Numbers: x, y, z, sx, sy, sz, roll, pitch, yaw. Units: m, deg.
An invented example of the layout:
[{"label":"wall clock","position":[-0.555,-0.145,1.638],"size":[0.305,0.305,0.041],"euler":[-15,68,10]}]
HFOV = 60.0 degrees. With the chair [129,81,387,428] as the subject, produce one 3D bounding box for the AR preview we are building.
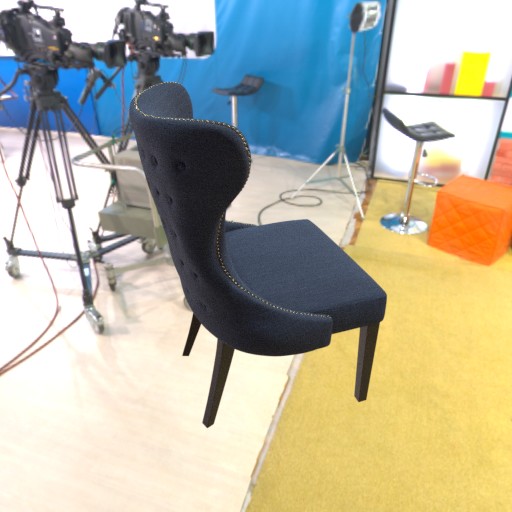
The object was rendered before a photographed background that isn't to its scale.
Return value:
[{"label":"chair","position":[0.000,0.000,1.374],"size":[0.635,0.967,0.628],"euler":[-10,32,-17]}]
